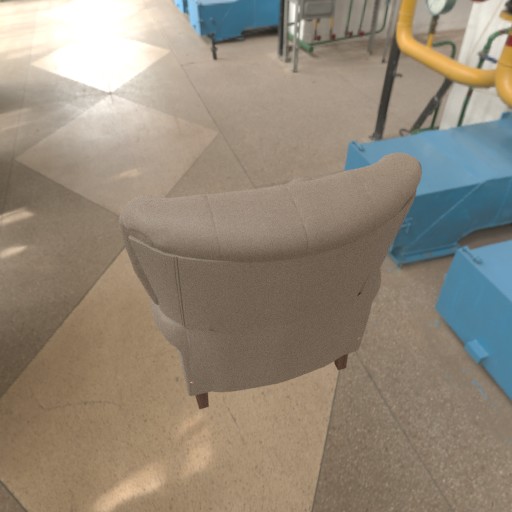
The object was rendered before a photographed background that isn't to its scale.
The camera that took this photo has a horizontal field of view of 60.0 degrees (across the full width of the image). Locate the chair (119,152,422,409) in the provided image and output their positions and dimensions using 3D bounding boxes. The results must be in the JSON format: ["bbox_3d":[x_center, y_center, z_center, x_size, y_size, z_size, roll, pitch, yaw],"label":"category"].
[{"bbox_3d":[0.000,0.000,1.902,0.999,1.138,1.041,-12,42,-13],"label":"chair"}]
